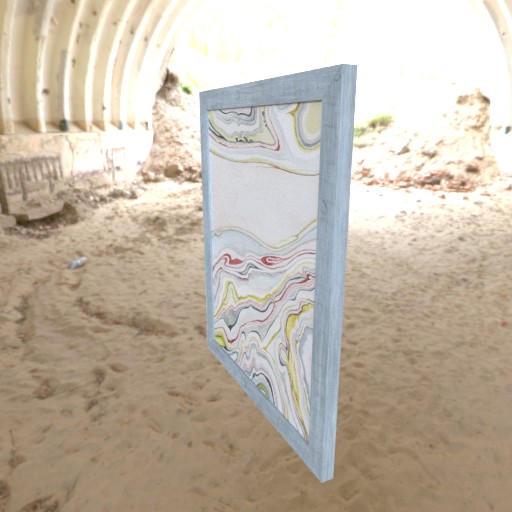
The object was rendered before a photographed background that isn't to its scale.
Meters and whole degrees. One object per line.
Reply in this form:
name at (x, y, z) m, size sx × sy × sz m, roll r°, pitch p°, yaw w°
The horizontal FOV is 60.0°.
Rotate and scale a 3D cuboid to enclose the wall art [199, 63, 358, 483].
wall art at (0.000, 0.000, 0.793) m, size 0.022 × 0.582 × 0.479 m, roll -8°, pitch 18°, yaw -26°
